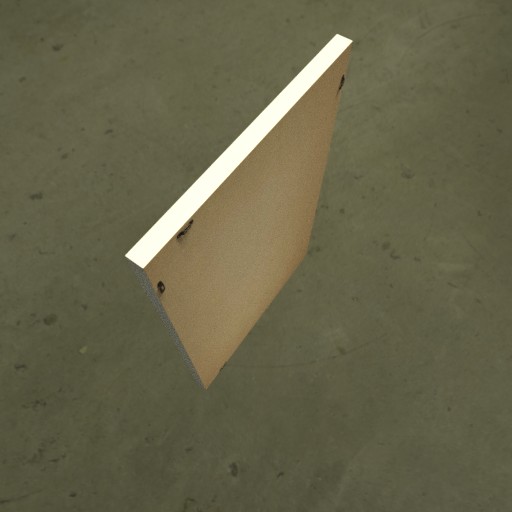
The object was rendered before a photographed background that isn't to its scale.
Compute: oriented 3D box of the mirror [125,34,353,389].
[{"bbox_3d":[0.000,0.000,1.166,0.041,0.914,0.609,32,67,15],"label":"mirror"}]
